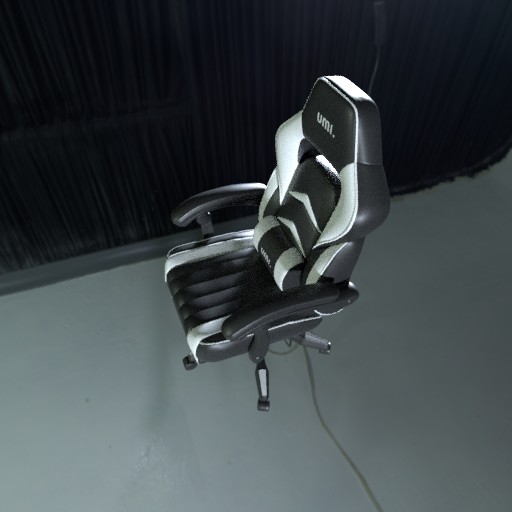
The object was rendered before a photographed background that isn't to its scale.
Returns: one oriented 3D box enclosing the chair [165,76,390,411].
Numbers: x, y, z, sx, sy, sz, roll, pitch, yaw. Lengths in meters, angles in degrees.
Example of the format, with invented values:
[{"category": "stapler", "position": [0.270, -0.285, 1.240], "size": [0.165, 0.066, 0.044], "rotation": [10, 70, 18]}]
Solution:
[{"category": "chair", "position": [0.000, 0.000, 1.656], "size": [0.700, 1.200, 0.676], "rotation": [-18, 50, -16]}]
